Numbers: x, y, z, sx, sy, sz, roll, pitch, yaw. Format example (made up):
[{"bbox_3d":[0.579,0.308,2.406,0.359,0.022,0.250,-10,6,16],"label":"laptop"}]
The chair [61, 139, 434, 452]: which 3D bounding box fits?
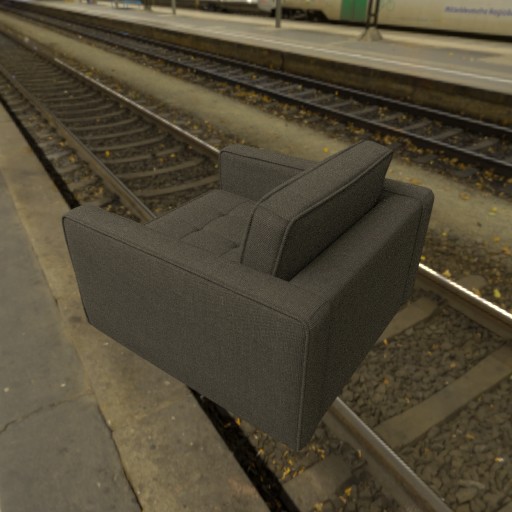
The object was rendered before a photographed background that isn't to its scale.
[{"bbox_3d":[0.000,0.000,1.564,0.919,0.770,0.899,21,37,30],"label":"chair"}]
